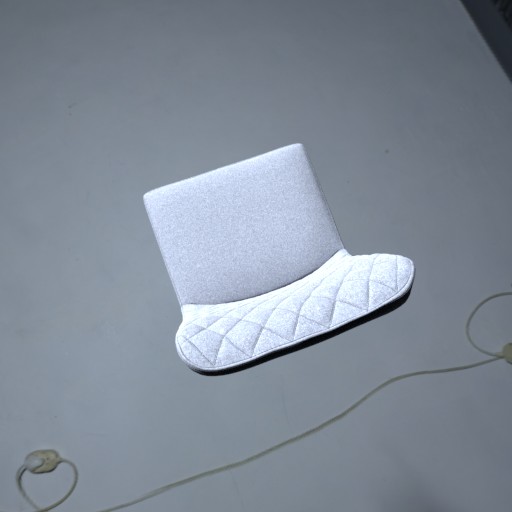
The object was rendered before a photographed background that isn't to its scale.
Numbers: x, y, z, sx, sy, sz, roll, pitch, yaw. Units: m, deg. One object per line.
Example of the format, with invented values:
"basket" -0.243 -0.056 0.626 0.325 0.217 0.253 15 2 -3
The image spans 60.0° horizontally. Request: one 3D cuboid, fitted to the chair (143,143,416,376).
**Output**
"chair" 0.000 0.000 1.251 0.508 0.889 0.587 -19 76 -5
